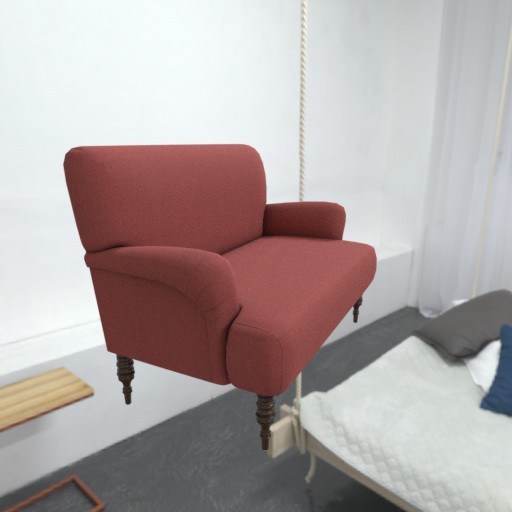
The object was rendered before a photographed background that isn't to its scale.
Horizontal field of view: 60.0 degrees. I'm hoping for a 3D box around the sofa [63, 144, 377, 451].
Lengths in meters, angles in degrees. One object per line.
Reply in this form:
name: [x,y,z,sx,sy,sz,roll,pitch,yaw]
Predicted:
sofa: [0.000,0.000,1.828,0.779,0.889,1.297,7,16,26]
